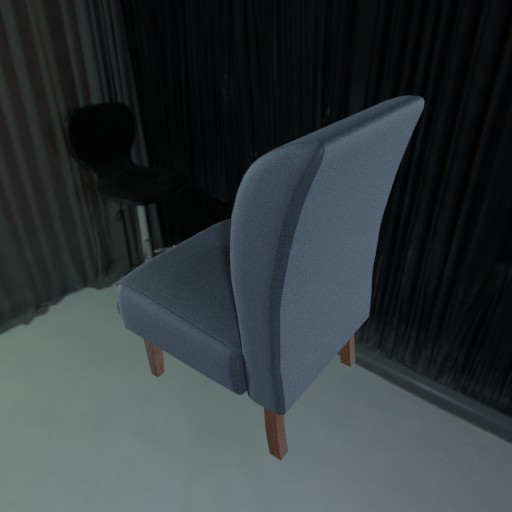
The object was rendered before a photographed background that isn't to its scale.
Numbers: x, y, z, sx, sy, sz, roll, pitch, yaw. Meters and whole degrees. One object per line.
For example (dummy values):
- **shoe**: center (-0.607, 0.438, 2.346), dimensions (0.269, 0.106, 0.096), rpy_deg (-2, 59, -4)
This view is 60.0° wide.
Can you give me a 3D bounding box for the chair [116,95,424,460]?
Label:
- **chair**: center (0.000, 0.000, 1.155), dimensions (0.592, 0.804, 0.513), rpy_deg (21, 37, 30)
